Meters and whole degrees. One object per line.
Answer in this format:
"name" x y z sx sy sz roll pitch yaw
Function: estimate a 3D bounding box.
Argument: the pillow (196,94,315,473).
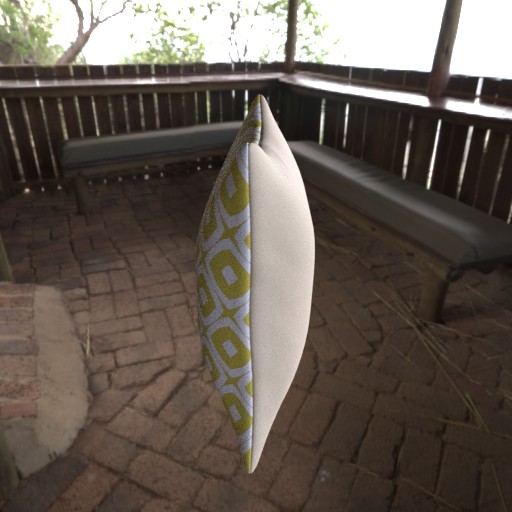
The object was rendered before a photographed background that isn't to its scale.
"pillow" 0.000 0.000 0.783 0.188 0.494 0.504 1 26 2
